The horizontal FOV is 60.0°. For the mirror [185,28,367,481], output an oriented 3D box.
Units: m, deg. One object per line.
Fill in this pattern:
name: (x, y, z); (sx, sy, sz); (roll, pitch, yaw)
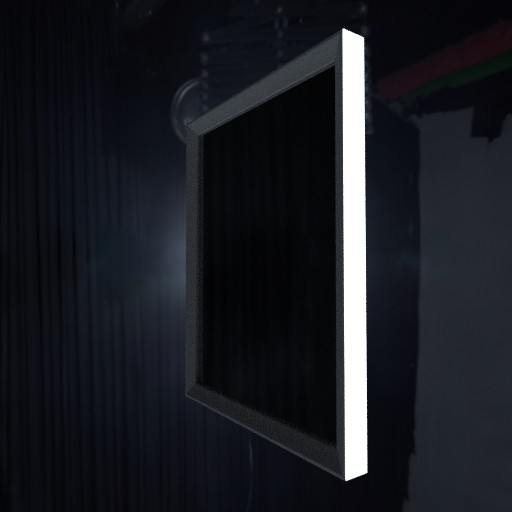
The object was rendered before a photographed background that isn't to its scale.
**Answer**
mirror: (0.000, 0.000, 0.675); (0.041, 0.509, 0.406); (1, -2, -35)
